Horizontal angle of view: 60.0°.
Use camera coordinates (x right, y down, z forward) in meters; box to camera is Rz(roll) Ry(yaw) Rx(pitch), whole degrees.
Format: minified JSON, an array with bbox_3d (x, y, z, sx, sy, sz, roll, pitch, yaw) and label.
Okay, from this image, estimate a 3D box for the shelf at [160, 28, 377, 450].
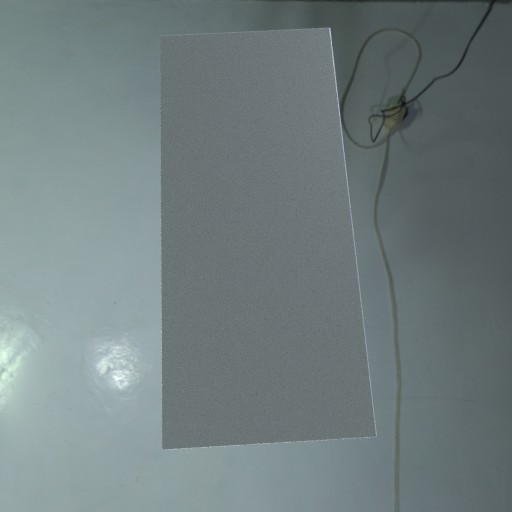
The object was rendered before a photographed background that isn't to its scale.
[{"bbox_3d":[0.000,0.000,1.278,0.396,0.732,0.895,-3,76,-1],"label":"shelf"}]
